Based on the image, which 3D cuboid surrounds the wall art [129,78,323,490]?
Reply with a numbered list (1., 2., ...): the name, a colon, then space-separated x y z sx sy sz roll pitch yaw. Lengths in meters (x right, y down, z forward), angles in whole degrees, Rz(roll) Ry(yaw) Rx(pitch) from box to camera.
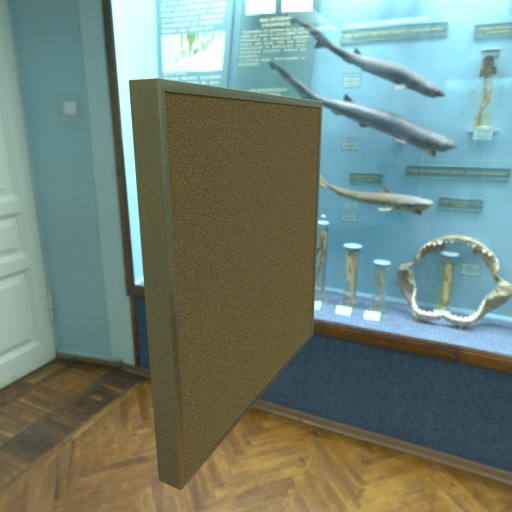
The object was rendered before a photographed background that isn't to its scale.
1. wall art: 0.000 0.000 0.734 0.037 0.505 0.505 8 18 26
